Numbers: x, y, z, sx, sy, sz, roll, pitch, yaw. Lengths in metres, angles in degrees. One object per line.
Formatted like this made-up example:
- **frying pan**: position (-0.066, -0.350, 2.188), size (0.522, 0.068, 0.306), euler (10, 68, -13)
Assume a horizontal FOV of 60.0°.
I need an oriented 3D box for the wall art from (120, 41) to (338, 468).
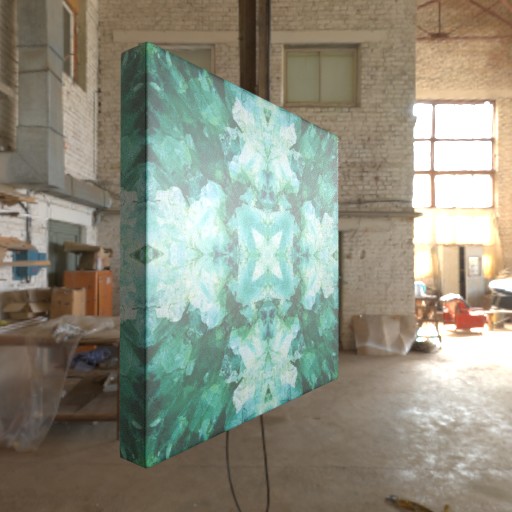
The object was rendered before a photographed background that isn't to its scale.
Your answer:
- **wall art**: position (0.000, 0.000, 0.458), size (0.033, 0.313, 0.313), euler (0, -1, 37)
